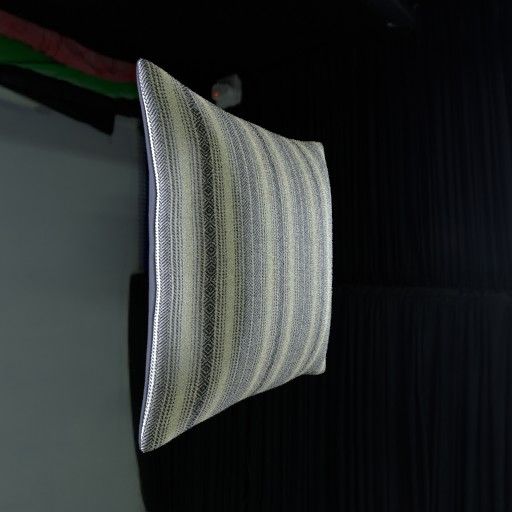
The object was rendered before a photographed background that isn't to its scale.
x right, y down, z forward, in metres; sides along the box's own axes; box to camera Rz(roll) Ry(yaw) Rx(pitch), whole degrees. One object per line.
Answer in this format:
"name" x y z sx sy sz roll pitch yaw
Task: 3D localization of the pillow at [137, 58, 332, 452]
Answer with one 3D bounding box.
"pillow" 0.000 0.000 0.777 0.166 0.508 0.520 0 -1 35
